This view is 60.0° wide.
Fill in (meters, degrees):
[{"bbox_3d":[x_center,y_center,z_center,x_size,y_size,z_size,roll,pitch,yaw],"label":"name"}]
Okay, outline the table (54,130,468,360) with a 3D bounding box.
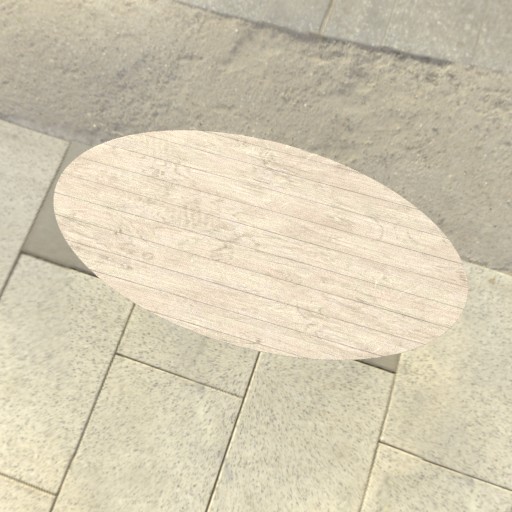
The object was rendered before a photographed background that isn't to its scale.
[{"bbox_3d":[0.000,0.000,1.314,1.083,0.390,0.542,16,77,4],"label":"table"}]
